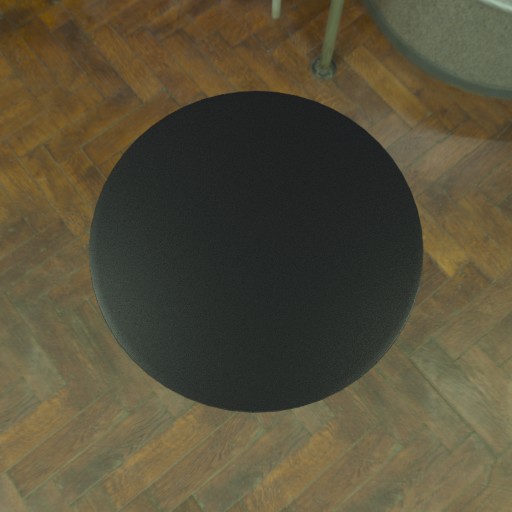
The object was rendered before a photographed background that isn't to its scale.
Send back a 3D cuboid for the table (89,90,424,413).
[{"bbox_3d":[0.000,0.000,1.597,1.029,0.491,1.029,0,76,0],"label":"table"}]
